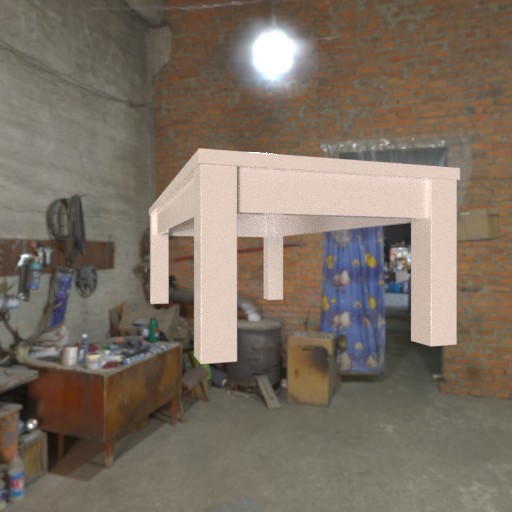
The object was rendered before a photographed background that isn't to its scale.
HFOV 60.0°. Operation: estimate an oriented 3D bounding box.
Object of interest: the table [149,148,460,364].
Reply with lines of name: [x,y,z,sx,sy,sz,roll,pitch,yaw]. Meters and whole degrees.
table: [0.000,0.000,1.710,0.700,0.470,1.350,0,0,-18]
